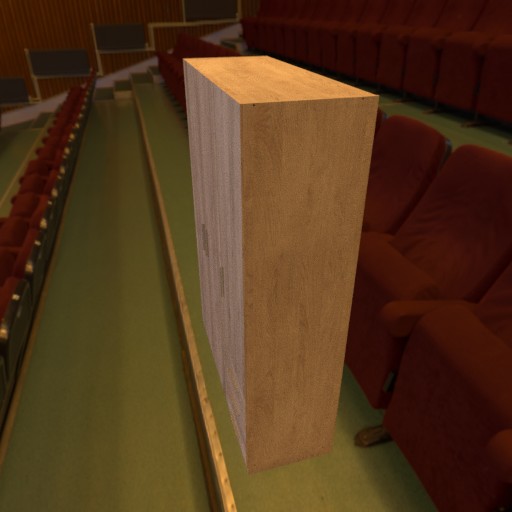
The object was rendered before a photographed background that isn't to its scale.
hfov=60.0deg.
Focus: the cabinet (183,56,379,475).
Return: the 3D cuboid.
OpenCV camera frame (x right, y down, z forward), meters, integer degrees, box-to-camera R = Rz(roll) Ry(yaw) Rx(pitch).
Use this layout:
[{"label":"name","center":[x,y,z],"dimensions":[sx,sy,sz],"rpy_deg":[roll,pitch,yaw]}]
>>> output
[{"label":"cabinet","center":[0.000,0.000,2.478],"dimensions":[0.510,1.910,1.290],"rpy_deg":[-8,31,-14]}]
